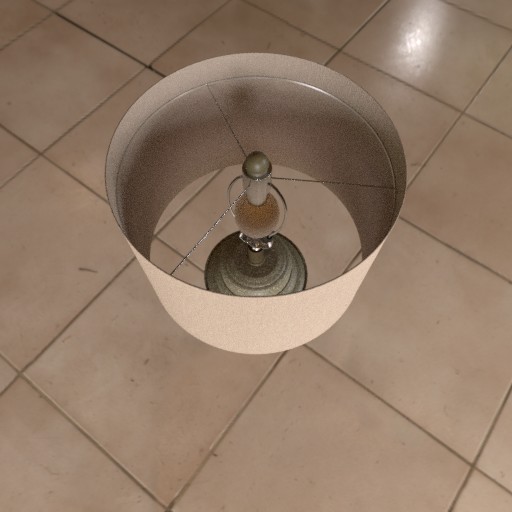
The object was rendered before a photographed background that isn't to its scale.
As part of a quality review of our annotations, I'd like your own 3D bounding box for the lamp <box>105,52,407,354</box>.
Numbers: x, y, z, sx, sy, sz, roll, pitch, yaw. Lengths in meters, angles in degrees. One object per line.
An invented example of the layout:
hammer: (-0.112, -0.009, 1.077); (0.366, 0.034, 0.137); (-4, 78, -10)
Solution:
lamp: (0.000, 0.000, 0.686); (0.318, 0.486, 0.318); (0, 64, 0)
